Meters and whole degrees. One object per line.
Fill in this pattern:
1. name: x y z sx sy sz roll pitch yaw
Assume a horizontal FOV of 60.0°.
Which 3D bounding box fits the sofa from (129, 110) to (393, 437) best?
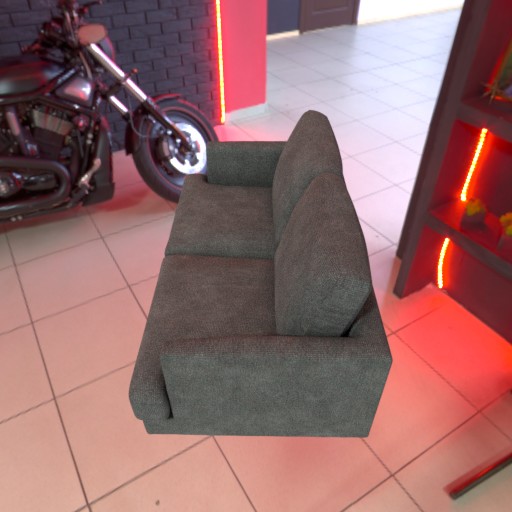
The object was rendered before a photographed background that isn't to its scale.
1. sofa: 0.000 0.000 2.136 0.903 0.956 1.582 1 40 1
